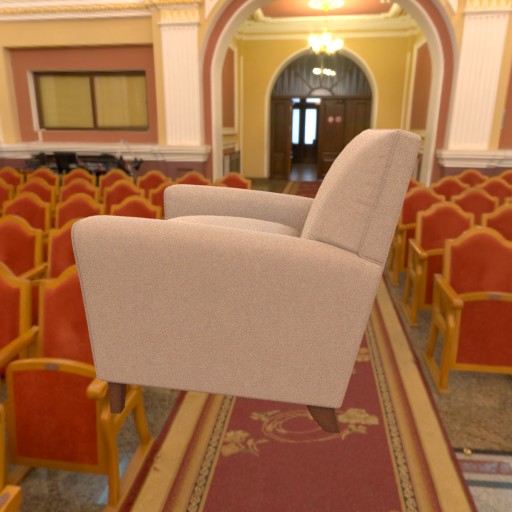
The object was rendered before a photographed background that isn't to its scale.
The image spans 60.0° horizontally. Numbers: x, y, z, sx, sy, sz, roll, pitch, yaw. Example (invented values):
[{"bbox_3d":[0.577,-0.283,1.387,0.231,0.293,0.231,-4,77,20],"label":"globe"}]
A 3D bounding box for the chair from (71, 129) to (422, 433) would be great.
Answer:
[{"bbox_3d":[0.000,0.000,1.536,0.871,0.846,0.840,2,16,8],"label":"chair"}]
